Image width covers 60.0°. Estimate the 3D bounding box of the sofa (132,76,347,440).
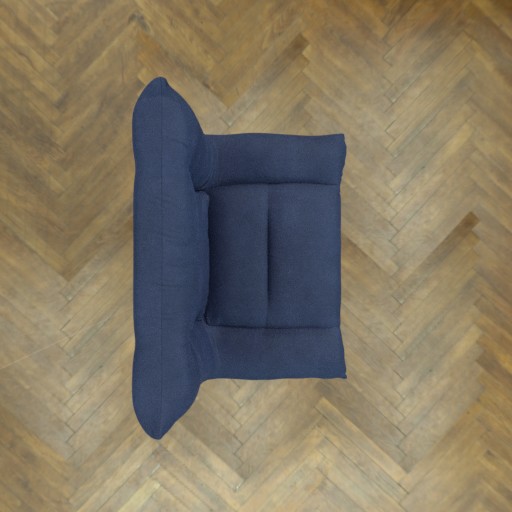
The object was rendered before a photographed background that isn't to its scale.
[{"bbox_3d":[0.000,0.000,1.725,0.849,0.778,1.122,0,90,-2],"label":"sofa"}]
